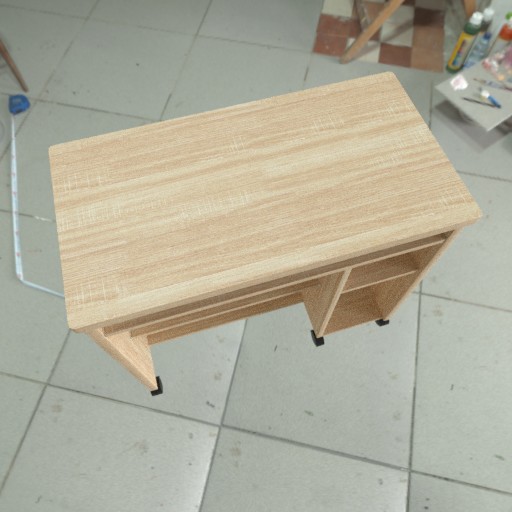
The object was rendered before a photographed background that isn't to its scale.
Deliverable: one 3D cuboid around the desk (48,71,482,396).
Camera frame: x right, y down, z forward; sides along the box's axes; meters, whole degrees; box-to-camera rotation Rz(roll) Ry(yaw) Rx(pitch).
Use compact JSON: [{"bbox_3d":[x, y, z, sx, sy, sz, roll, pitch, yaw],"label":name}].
[{"bbox_3d":[0.000,0.000,1.343,0.884,0.770,0.480,-15,64,-8],"label":"desk"}]
